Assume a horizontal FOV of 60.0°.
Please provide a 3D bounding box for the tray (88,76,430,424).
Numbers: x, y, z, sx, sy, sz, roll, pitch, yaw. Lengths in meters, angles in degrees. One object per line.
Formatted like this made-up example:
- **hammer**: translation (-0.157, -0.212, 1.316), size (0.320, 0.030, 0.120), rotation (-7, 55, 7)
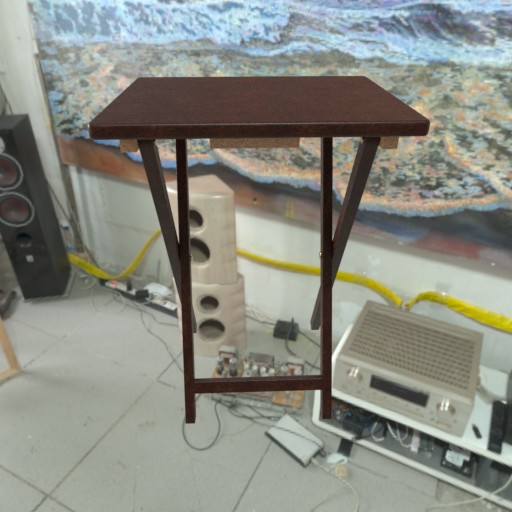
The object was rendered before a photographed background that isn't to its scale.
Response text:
- **tray**: translation (0.000, 0.000, 0.947), size (0.483, 0.660, 0.381), rotation (-1, 31, -2)
